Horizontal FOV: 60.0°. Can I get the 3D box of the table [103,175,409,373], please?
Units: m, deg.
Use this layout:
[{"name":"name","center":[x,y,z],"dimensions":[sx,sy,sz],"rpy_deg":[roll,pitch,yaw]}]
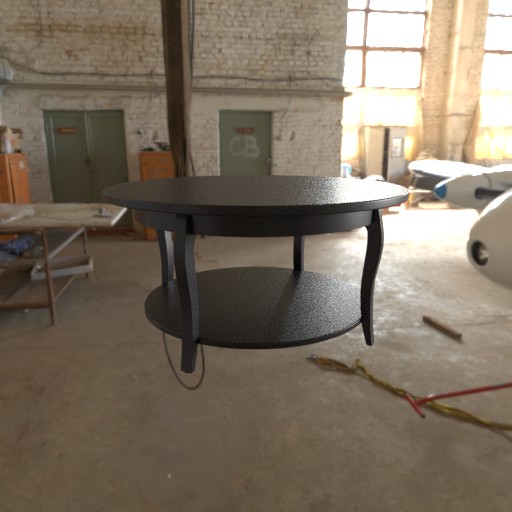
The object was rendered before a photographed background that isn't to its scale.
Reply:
[{"name":"table","center":[0.000,0.000,1.450],"dimensions":[0.914,0.457,0.914],"rpy_deg":[0,14,0]}]
